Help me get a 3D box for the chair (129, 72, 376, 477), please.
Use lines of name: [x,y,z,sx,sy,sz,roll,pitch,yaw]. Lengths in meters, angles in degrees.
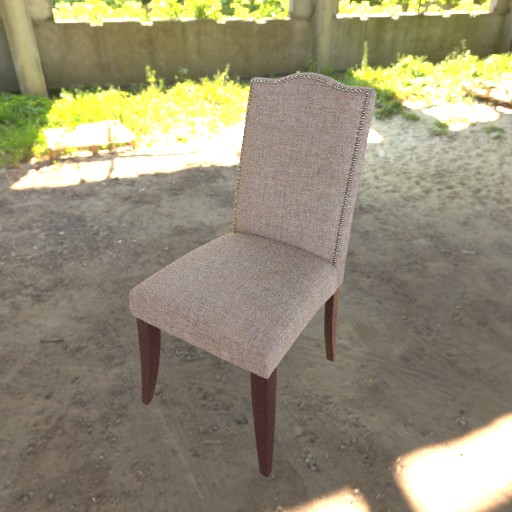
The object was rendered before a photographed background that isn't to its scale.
chair: [0.000,0.000,1.401,0.513,1.016,0.660,18,34,29]
